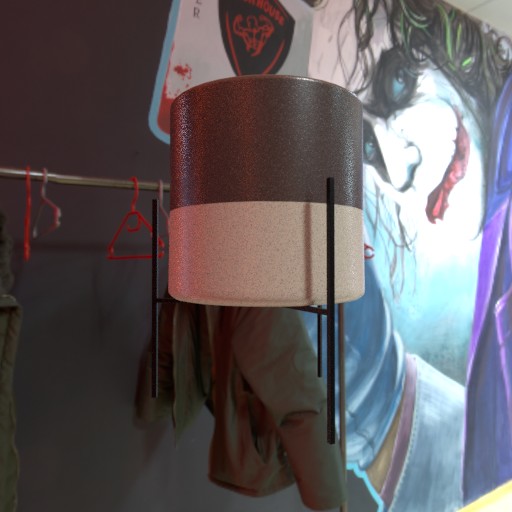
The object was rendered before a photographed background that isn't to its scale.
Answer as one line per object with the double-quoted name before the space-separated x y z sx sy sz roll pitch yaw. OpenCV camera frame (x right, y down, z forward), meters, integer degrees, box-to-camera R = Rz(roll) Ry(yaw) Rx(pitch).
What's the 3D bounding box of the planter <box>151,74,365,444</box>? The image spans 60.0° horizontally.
"planter" 0.000 0.000 0.536 0.260 0.353 0.250 0 -1 -1
